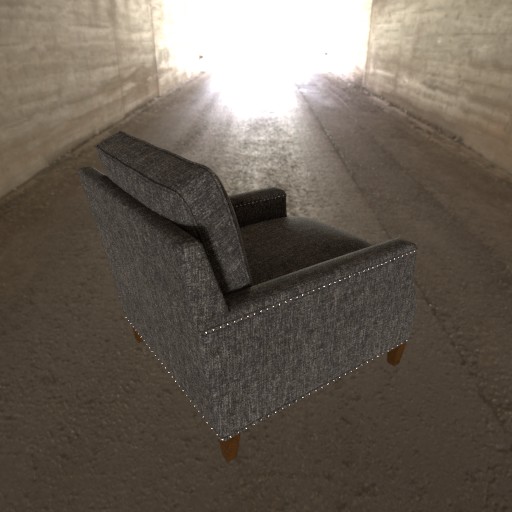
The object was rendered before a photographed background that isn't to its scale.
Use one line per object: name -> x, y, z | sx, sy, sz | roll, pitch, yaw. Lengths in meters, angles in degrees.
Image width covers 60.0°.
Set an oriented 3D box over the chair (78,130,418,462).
chair -> 0.000, 0.000, 1.717 | 1.014, 0.943, 0.853 | -17, 31, -31
